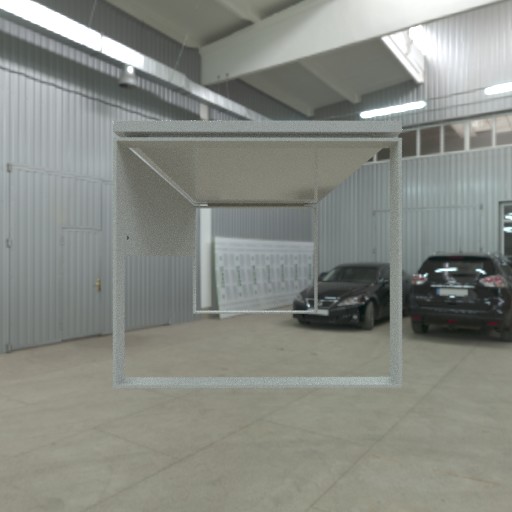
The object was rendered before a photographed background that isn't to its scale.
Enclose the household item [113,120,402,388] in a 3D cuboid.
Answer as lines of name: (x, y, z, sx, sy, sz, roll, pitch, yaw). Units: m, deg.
household item: (0.000, 0.000, 2.076, 0.800, 0.745, 1.700, 0, 0, 0)
